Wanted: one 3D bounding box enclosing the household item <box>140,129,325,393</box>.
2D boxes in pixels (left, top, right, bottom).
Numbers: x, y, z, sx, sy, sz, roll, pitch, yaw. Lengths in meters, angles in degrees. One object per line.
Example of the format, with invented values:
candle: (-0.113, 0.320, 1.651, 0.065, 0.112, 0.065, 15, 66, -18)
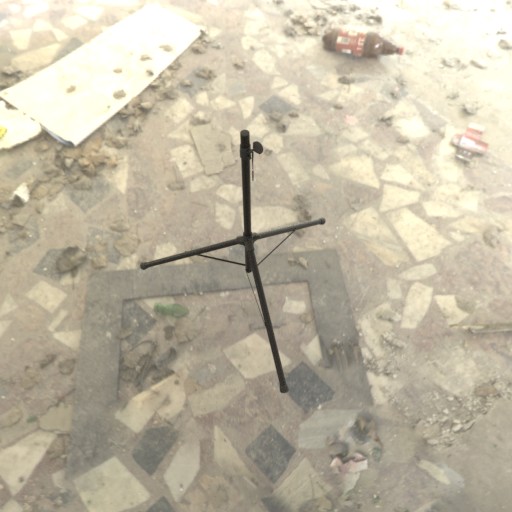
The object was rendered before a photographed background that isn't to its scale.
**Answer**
household item: (0.000, 0.000, 2.733, 1.596, 1.595, 1.339, -14, 59, -8)
